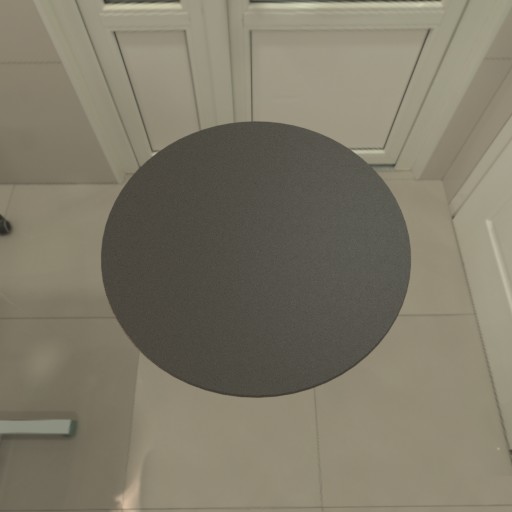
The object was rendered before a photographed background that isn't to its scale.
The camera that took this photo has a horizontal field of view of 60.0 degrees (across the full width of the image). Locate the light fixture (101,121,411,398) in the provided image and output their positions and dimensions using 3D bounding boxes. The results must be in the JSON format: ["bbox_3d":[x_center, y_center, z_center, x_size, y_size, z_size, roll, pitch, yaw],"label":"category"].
[{"bbox_3d":[0.000,0.000,0.573,0.368,0.100,0.368,0,63,0],"label":"light fixture"}]
